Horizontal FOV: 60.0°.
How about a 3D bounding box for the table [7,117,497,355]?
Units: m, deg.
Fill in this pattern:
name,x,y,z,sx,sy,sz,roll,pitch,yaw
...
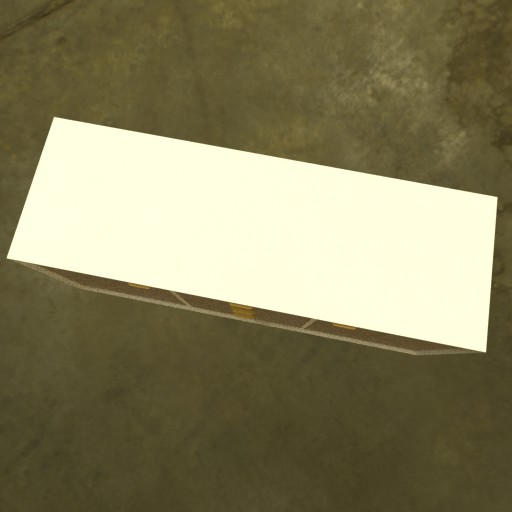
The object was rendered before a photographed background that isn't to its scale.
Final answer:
name,x,y,z,sx,sy,sz,roll,pitch,yaw
table,0.000,0.000,1.791,1.500,0.769,0.508,11,77,3
